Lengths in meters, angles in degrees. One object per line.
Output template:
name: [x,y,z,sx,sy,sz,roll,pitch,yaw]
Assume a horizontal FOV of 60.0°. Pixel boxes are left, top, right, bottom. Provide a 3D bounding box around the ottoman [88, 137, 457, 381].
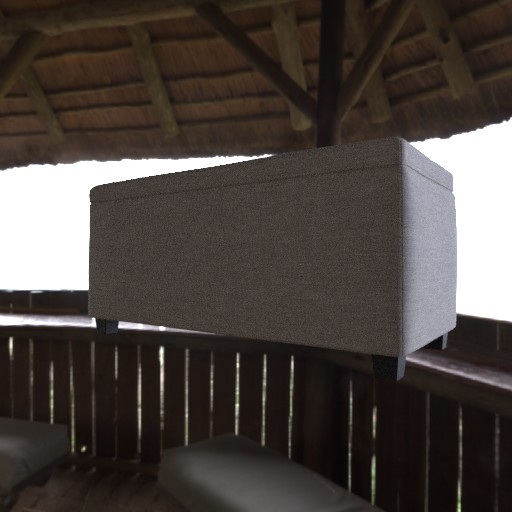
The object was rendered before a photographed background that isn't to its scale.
ottoman: [0.000,0.000,1.142,0.902,0.432,0.419,0,0,36]
